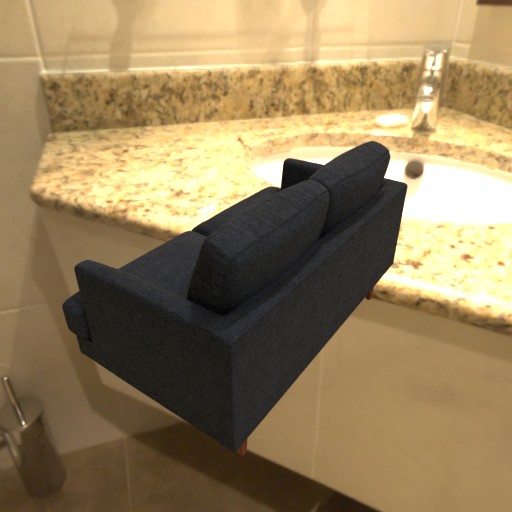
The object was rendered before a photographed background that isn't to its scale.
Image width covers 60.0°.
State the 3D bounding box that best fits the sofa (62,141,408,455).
[{"bbox_3d":[0.000,0.000,2.158,0.903,0.944,1.582,20,36,30],"label":"sofa"}]
